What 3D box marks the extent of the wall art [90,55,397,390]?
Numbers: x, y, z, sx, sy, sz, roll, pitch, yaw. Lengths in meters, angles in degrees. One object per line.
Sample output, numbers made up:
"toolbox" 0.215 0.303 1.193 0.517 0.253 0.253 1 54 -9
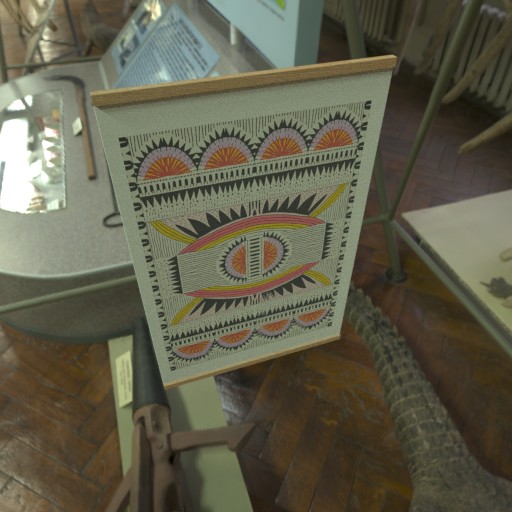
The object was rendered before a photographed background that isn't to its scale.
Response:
"wall art" 0.000 0.000 1.896 0.999 1.533 0.028 -13 43 -14
